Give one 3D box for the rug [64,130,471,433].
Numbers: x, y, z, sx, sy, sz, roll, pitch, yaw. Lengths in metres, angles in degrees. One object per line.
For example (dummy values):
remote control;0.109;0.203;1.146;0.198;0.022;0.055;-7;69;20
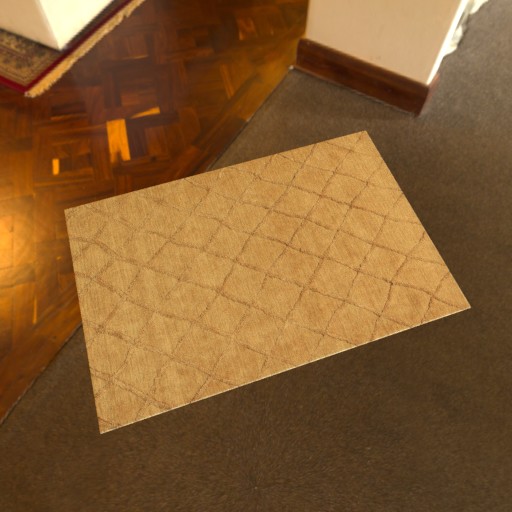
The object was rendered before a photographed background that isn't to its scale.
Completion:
rug;0.000;0.000;2.909;2.292;0.014;1.528;-17;64;-8
